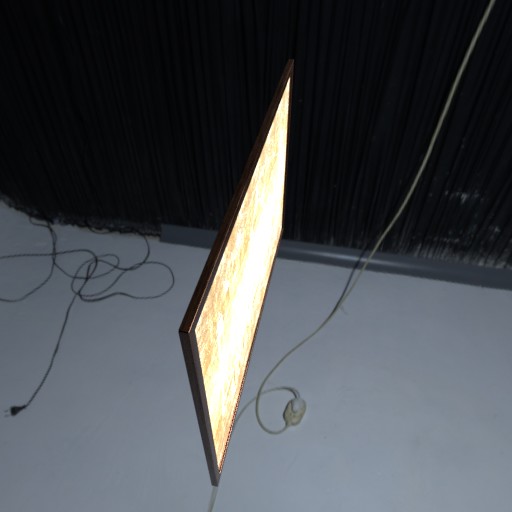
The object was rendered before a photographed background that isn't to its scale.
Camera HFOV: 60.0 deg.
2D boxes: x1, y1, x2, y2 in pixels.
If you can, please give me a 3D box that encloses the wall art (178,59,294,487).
[{"bbox_3d":[0.000,0.000,1.004,0.014,0.559,0.816,9,46,8],"label":"wall art"}]
